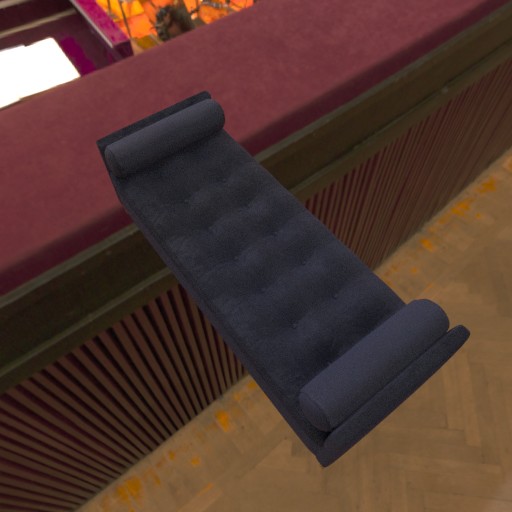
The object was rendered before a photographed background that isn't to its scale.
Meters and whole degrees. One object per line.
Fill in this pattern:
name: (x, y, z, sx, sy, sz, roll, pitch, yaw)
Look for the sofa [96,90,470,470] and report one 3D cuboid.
sofa: (0.000, 0.000, 2.479, 0.796, 0.705, 2.102, -33, 63, -19)
